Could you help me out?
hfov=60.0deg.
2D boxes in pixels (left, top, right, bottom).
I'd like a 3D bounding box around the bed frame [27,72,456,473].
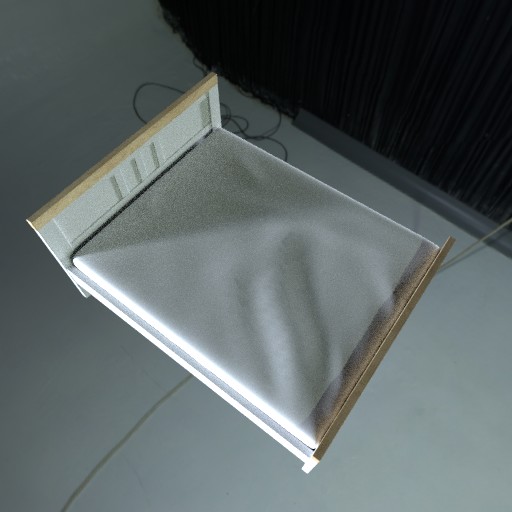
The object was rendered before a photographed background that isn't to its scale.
[{"bbox_3d":[0.000,0.000,2.994,2.050,0.980,1.670,33,64,18],"label":"bed frame"}]
